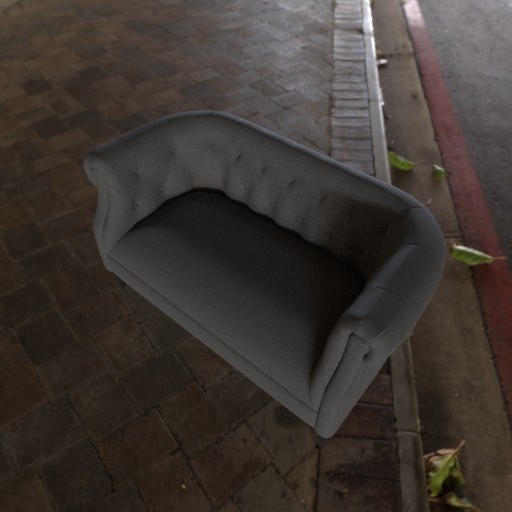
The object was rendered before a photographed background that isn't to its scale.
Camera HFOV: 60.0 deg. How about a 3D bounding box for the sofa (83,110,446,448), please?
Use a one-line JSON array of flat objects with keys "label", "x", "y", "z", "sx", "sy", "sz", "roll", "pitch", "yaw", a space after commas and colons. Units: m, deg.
[{"label": "sofa", "x": 0.000, "y": 0.000, "z": 2.076, "sx": 1.558, "sy": 0.827, "sz": 0.835, "roll": 32, "pitch": 55, "yaw": 26}]
